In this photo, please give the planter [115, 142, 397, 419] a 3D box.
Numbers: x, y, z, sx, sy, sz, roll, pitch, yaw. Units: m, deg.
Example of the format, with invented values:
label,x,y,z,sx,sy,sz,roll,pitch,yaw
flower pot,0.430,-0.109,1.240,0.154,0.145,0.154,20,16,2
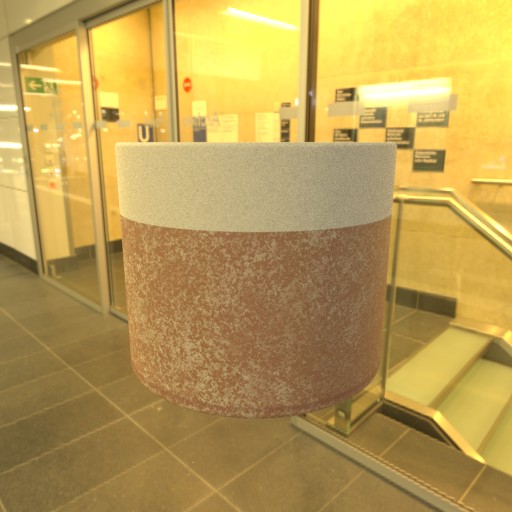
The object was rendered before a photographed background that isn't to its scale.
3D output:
label,x,y,z,sx,sy,sz,roll,pitch,yaw
planter,0.000,0.000,0.277,0.159,0.138,0.159,0,14,0
